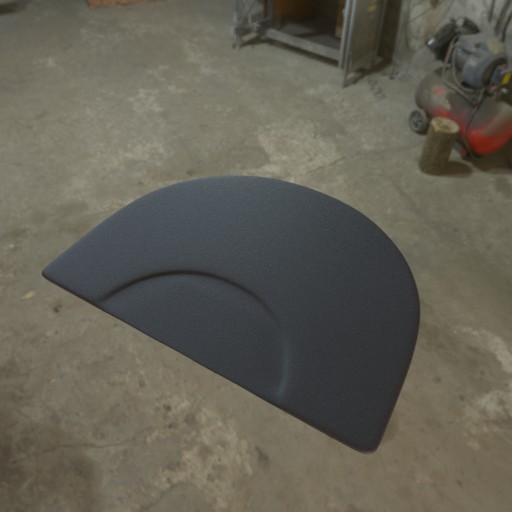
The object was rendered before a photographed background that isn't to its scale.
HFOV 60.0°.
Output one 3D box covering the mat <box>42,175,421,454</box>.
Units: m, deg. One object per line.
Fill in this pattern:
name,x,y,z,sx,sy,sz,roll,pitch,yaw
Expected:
mat,0.000,0.000,1.589,1.220,0.016,0.917,23,50,21
